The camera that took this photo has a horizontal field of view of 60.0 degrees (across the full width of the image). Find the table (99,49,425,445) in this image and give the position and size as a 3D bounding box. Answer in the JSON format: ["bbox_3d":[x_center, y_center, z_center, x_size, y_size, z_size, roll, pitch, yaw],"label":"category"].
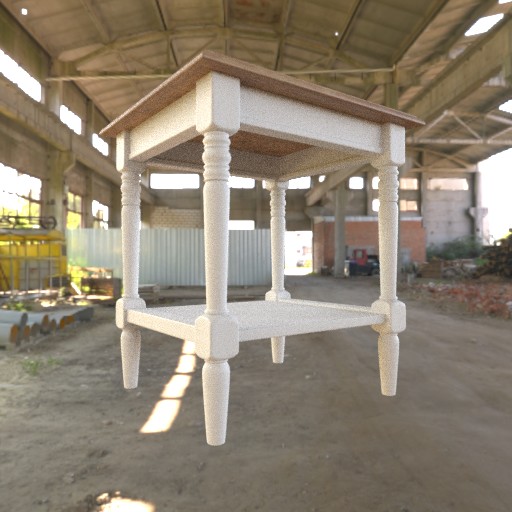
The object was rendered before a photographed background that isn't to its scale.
[{"bbox_3d":[0.000,0.000,0.923,0.508,0.561,0.457,0,-1,-36],"label":"table"}]
